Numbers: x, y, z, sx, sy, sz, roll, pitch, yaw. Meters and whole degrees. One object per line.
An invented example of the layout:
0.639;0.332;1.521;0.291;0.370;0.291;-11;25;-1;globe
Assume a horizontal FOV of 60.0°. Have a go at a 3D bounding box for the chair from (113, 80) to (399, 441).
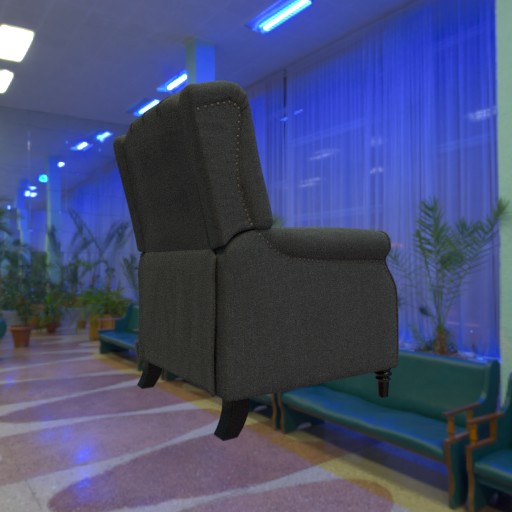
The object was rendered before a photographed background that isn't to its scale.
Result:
0.000;0.000;1.679;0.898;1.035;0.742;1;-1;-35;chair
